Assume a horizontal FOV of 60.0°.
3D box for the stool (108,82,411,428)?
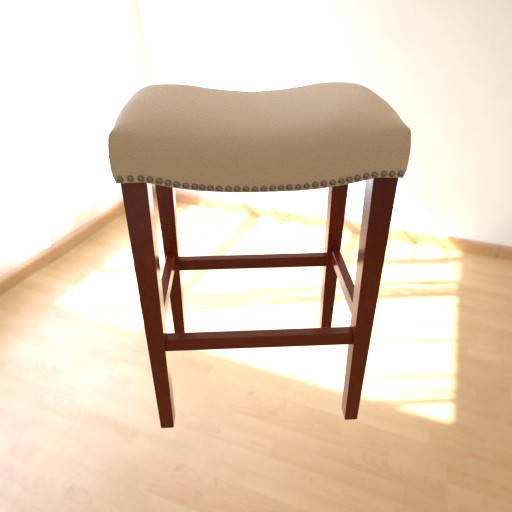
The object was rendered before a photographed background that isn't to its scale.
[{"bbox_3d":[0.000,0.000,1.042,0.504,0.742,0.372,-2,32,-3],"label":"stool"}]
